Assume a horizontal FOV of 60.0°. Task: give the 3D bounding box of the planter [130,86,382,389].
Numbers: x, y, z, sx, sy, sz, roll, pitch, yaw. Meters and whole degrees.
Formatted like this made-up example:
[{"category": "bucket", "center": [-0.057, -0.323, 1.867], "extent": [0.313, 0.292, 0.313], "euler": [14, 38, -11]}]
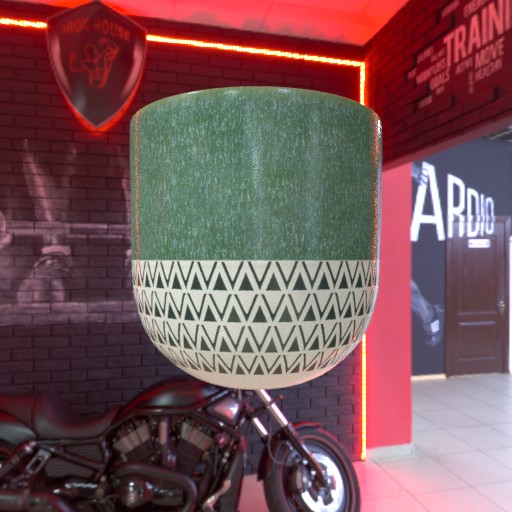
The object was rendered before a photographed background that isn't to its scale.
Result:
[{"category": "planter", "center": [0.000, 0.000, 0.485], "extent": [0.266, 0.270, 0.266], "euler": [0, 0, 0]}]
